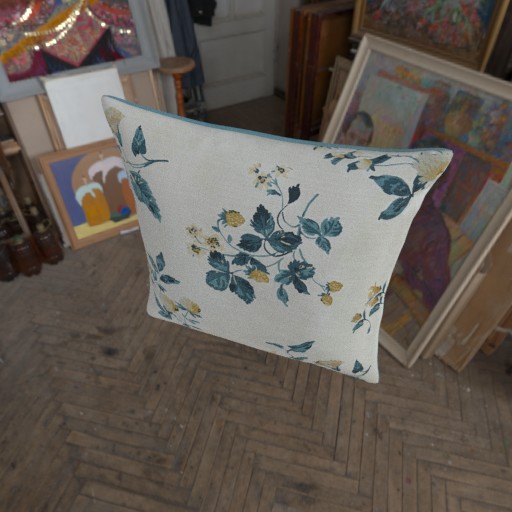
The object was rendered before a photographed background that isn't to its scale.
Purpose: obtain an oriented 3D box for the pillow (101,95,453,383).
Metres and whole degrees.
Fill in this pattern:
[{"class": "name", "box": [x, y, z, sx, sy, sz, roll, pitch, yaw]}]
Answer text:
[{"class": "pillow", "box": [0.000, 0.000, 0.789, 0.526, 0.507, 0.166, 14, 43, 15]}]
